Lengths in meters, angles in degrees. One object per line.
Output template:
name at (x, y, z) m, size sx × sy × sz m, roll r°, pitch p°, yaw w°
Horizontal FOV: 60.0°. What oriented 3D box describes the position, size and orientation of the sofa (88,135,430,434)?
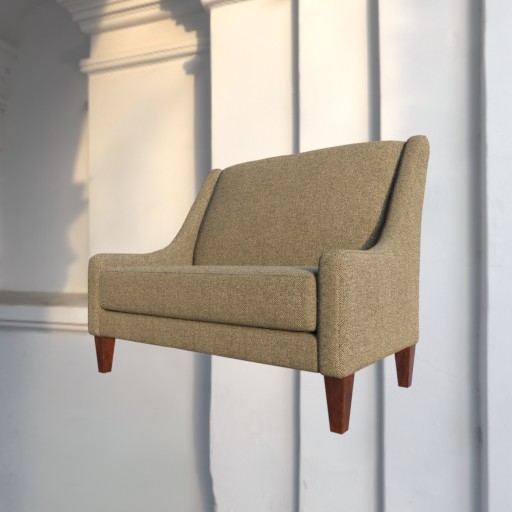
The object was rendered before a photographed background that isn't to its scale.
sofa at (0.000, 0.000, 1.903) m, size 1.242 × 1.021 × 0.870 m, roll 0°, pitch -1°, yaw 37°
